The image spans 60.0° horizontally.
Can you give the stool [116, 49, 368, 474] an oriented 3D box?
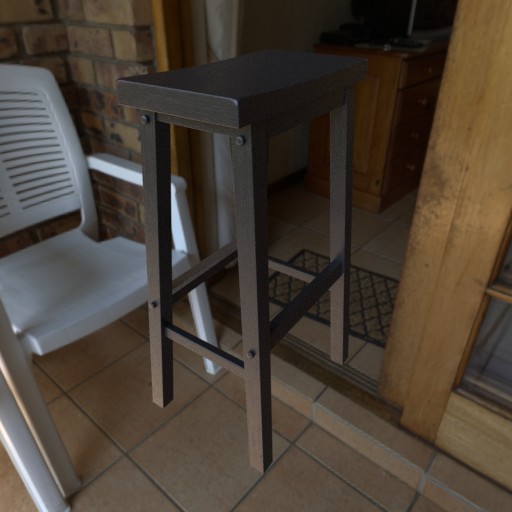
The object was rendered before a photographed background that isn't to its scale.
[{"bbox_3d":[0.000,0.000,0.936,0.322,0.742,0.406,20,37,29],"label":"stool"}]
